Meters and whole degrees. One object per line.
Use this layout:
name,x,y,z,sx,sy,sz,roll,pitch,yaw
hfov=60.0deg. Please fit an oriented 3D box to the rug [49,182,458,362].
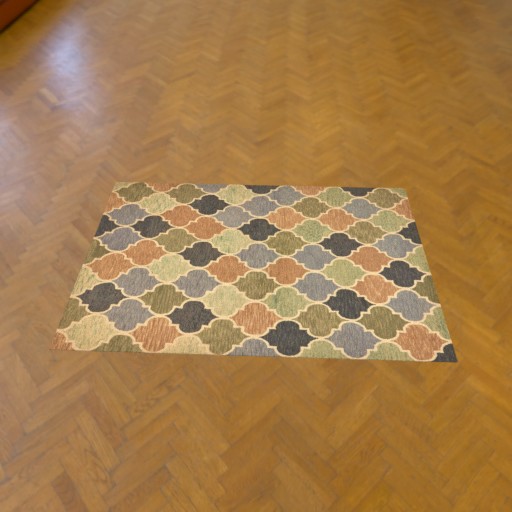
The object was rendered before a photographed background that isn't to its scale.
rug,0.000,0.000,2.393,1.828,0.006,1.216,1,47,1
